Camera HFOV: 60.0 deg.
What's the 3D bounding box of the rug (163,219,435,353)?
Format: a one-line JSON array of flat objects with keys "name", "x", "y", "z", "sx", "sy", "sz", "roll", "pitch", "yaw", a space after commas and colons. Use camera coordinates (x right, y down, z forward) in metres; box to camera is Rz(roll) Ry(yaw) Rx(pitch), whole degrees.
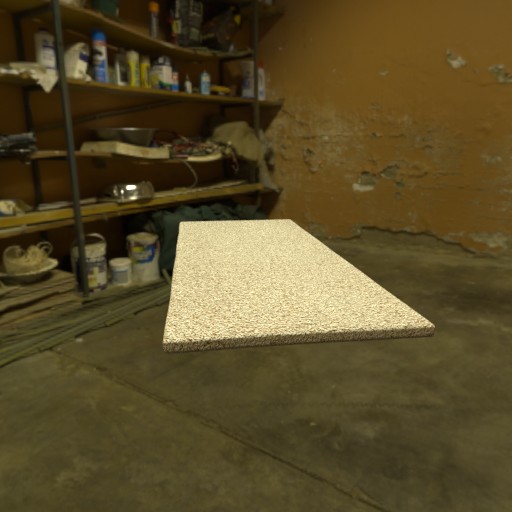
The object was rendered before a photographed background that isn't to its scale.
[{"name": "rug", "x": 0.000, "y": 0.000, "z": 1.689, "sx": 0.609, "sy": 0.030, "sz": 1.524, "roll": -2, "pitch": 14, "yaw": -8}]
